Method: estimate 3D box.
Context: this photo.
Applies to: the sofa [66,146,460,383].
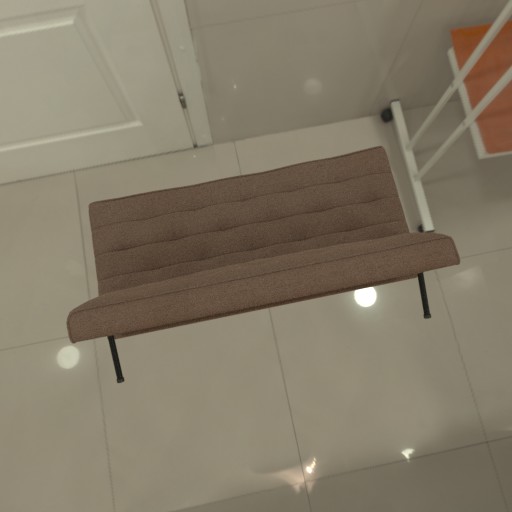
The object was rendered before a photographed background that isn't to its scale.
[{"bbox_3d":[0.000,0.000,2.427,1.820,0.810,1.038,-11,77,-3],"label":"sofa"}]
